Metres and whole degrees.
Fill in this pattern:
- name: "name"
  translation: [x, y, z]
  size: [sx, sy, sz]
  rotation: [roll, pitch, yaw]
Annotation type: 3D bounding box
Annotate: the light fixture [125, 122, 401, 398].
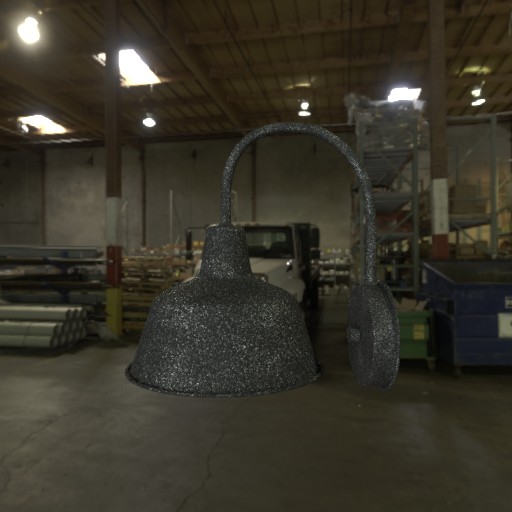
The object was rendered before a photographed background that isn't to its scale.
- name: "light fixture"
  translation: [0.000, 0.000, 0.495]
  size: [0.283, 0.300, 0.216]
  rotation: [0, 0, -2]
